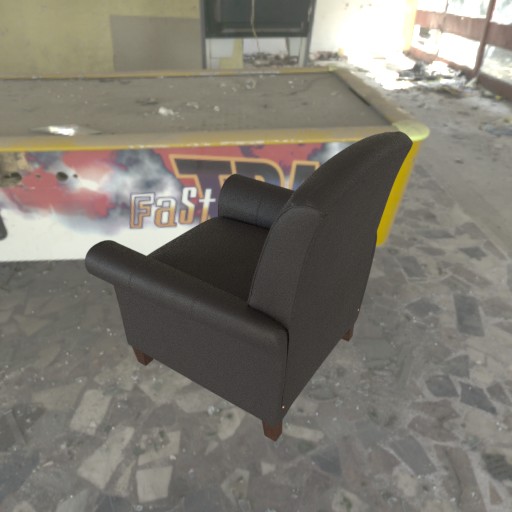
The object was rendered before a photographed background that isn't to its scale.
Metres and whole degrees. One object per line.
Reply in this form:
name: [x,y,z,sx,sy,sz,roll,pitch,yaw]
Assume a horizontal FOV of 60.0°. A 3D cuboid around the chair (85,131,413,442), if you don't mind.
chair: [0.000,0.000,1.804,0.902,1.061,0.978,20,37,29]
